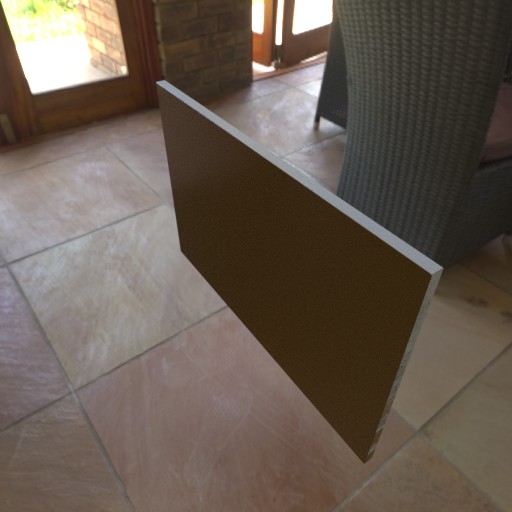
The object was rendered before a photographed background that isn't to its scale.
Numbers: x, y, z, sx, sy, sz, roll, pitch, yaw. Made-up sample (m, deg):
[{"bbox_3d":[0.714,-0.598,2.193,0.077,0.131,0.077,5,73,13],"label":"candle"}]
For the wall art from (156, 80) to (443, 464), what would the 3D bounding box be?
[{"bbox_3d":[0.000,0.000,1.133,0.027,0.610,0.932,-24,47,-25],"label":"wall art"}]
